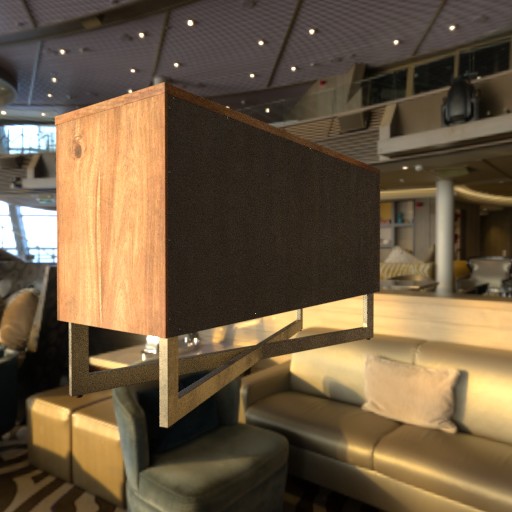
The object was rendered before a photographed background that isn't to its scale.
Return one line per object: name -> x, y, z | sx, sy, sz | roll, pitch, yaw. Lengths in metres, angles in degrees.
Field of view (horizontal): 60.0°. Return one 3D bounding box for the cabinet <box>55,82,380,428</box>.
cabinet -> 0.000, 0.000, 1.708 | 0.480, 0.812, 1.373 | 1, 1, 36
